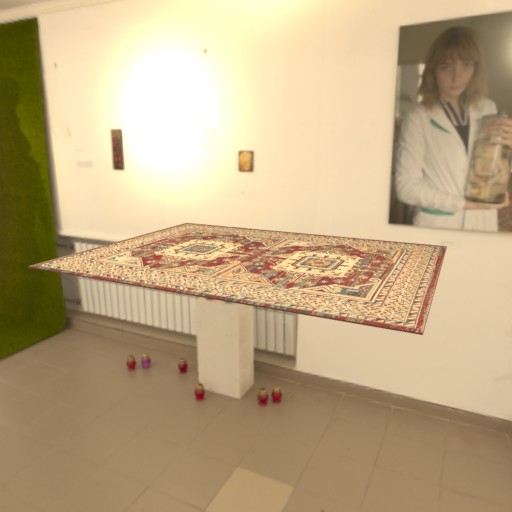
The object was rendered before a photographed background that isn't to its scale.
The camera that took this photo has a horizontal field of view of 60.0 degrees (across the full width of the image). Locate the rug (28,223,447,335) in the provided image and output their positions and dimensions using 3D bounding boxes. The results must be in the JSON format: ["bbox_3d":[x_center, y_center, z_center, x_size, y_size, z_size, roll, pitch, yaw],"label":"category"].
[{"bbox_3d":[0.000,0.000,4.169,3.197,0.013,2.381,7,16,25],"label":"rug"}]
